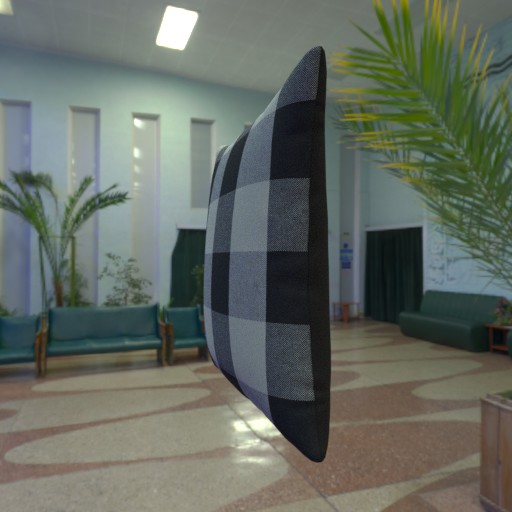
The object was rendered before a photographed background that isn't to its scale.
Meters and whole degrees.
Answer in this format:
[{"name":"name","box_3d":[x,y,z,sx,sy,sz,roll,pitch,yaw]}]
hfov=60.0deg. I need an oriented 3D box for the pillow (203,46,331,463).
[{"name":"pillow","box_3d":[0.000,0.000,0.777,0.161,0.509,0.511,0,-1,-18]}]
